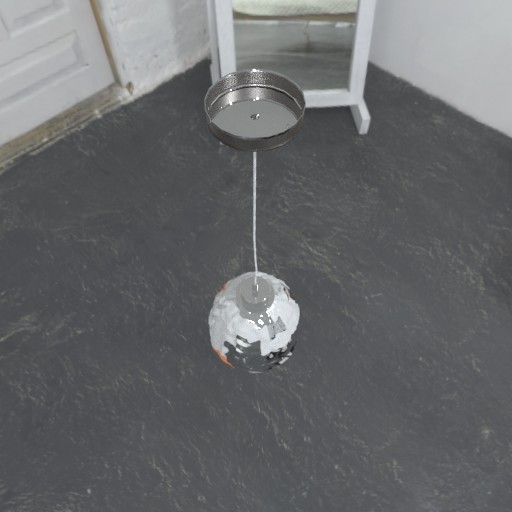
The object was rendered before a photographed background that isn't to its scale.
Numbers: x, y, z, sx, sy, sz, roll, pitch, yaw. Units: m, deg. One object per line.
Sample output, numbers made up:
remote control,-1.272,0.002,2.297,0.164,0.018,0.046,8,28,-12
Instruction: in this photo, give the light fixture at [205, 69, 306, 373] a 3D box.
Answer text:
light fixture,0.000,0.000,1.751,0.496,1.511,0.500,19,61,11
